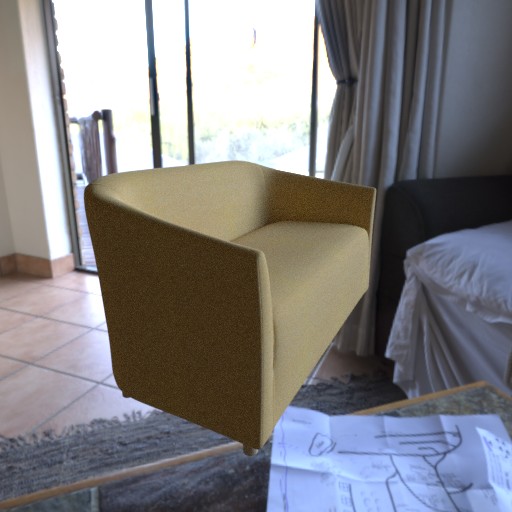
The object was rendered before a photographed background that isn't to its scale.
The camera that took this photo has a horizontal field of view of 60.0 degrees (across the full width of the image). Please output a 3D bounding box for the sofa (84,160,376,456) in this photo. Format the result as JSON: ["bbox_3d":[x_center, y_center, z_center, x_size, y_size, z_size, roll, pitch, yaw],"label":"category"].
[{"bbox_3d":[0.000,0.000,1.830,0.705,0.721,1.452,7,17,24],"label":"sofa"}]
